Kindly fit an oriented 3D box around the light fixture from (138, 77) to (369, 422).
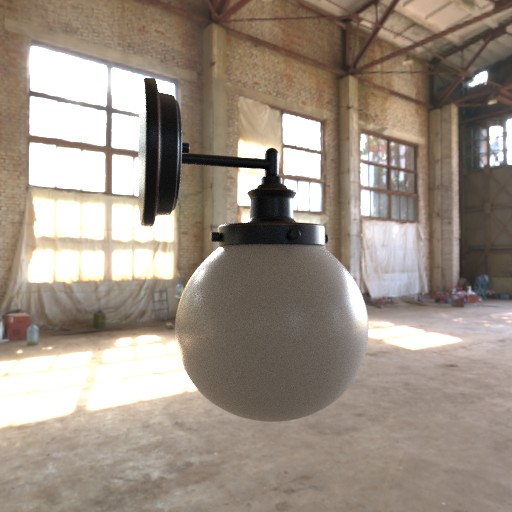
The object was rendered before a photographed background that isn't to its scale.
[{"bbox_3d":[0.000,0.000,0.458,0.230,0.332,0.197,0,-1,-17],"label":"light fixture"}]
